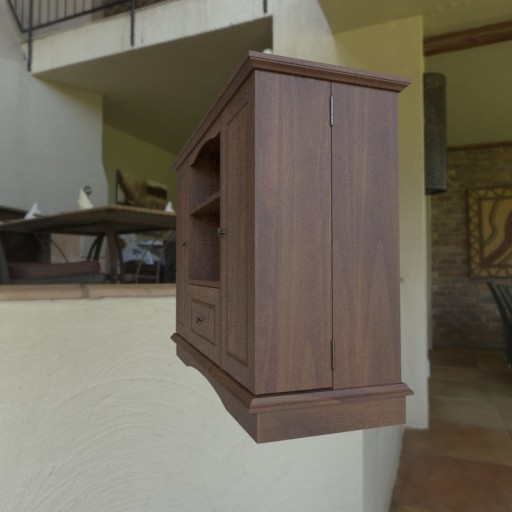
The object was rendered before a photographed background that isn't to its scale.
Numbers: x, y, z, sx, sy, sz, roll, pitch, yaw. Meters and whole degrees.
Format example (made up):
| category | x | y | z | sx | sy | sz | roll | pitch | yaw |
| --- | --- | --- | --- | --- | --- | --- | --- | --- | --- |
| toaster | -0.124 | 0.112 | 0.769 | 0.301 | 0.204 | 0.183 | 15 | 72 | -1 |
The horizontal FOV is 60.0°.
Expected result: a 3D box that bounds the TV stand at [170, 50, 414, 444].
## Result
| category | x | y | z | sx | sy | sz | roll | pitch | yaw |
| --- | --- | --- | --- | --- | --- | --- | --- | --- | --- |
| TV stand | 0.000 | 0.000 | 1.473 | 0.406 | 0.813 | 1.067 | 1 | -2 | -19 |
